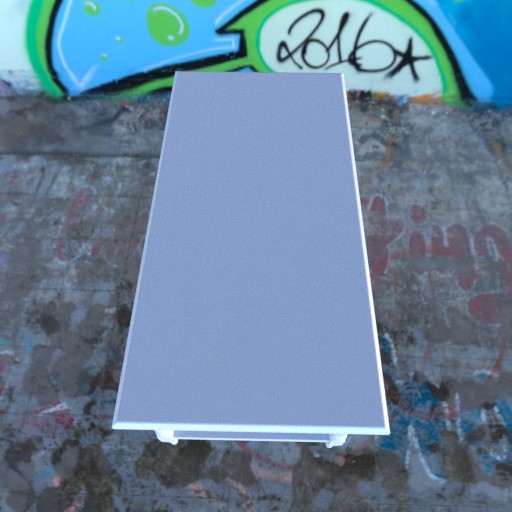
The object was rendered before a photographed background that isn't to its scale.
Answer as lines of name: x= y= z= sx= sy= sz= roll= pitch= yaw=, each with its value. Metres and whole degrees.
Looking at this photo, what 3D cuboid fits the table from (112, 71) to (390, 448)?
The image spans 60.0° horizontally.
table: x=0.000 y=0.000 z=1.374 sx=0.551 sy=0.506 sz=1.109 roll=1 pitch=59 yaw=1
